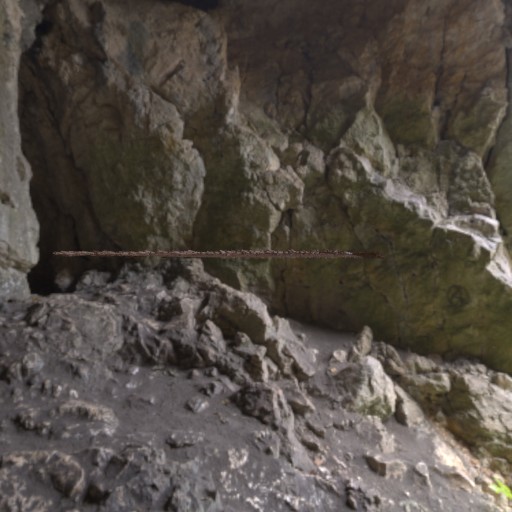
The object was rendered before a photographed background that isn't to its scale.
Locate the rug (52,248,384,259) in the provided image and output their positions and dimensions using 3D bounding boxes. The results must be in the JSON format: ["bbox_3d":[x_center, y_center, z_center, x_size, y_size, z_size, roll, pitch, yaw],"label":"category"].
[{"bbox_3d":[0.000,0.000,2.666,1.469,0.040,2.025,0,-1,17],"label":"rug"}]
